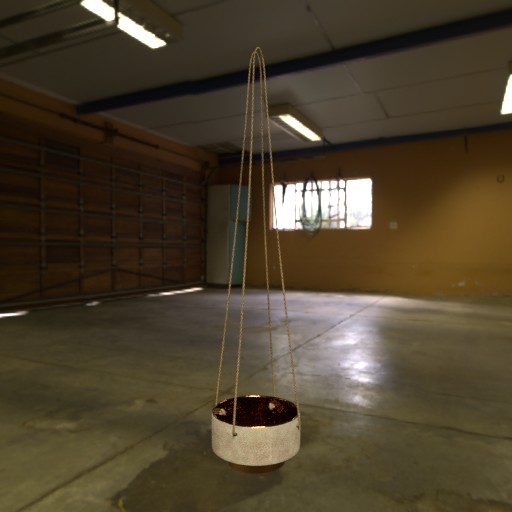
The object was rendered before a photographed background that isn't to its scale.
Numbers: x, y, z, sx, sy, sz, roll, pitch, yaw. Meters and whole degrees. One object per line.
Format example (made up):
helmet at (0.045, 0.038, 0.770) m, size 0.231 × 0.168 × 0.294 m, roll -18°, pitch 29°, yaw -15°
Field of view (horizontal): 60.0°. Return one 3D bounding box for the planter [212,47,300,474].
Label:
planter at (0.000, 0.000, 1.118) m, size 0.223 × 1.030 × 0.223 m, roll 0°, pitch 1°, yaw -19°
